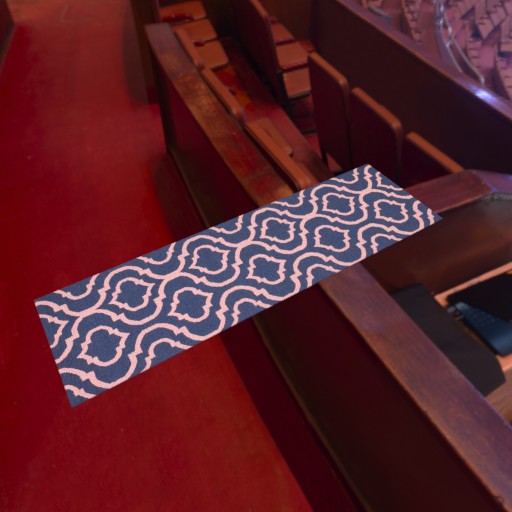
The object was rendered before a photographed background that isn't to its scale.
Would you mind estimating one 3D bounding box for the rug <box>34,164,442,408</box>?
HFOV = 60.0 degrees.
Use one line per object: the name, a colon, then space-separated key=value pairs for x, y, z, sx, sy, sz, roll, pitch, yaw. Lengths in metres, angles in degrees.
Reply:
rug: x=0.000 y=0.000 z=2.525 sx=2.296 sy=0.006 sz=0.685 roll=-24 pitch=51 yaw=-21
